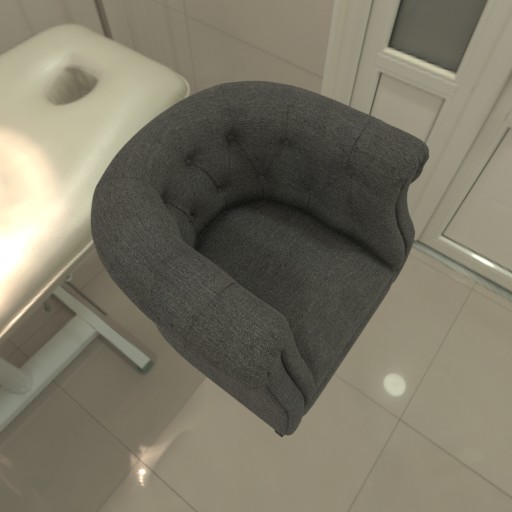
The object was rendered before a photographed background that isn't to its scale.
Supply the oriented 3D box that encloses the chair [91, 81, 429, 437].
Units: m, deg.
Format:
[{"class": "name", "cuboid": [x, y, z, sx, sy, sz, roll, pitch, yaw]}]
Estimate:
[{"class": "chair", "cuboid": [0.000, 0.000, 1.530, 0.852, 0.827, 0.905, 33, 64, 18]}]
